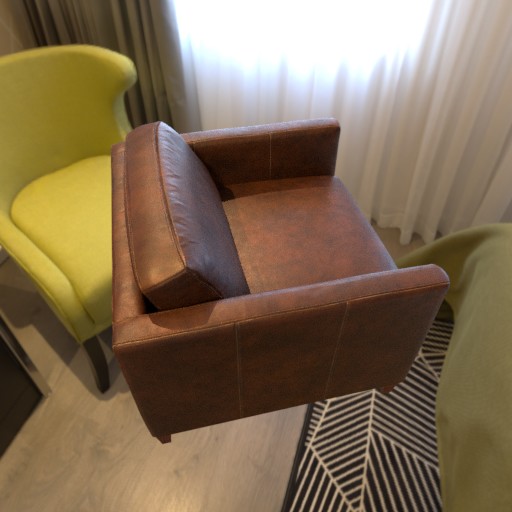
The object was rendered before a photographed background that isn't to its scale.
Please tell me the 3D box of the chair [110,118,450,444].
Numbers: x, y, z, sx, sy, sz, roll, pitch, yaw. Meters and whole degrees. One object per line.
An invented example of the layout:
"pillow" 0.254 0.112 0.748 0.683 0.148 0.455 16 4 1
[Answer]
"chair" 0.000 0.000 1.711 0.975 0.864 0.990 -9 47 -9
